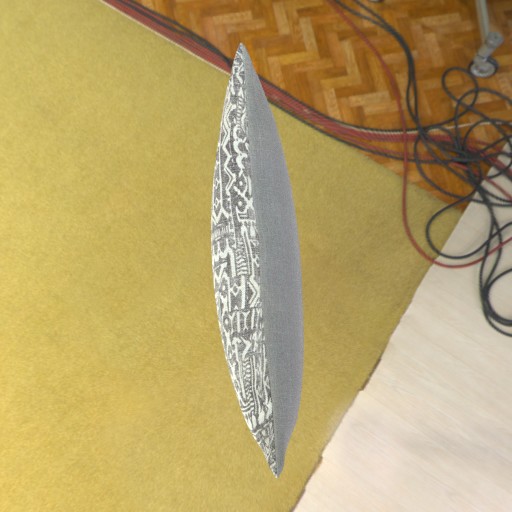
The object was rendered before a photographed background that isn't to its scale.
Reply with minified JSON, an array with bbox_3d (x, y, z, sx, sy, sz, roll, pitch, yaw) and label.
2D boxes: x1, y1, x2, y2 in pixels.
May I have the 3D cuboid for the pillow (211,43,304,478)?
[{"bbox_3d":[0.000,0.000,0.737,0.148,0.290,0.631,-4,76,-1],"label":"pillow"}]
